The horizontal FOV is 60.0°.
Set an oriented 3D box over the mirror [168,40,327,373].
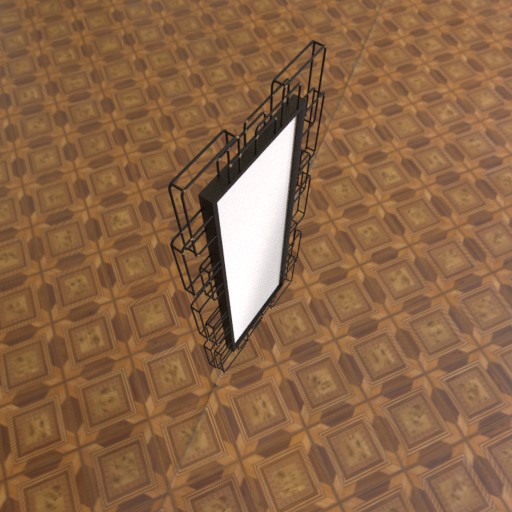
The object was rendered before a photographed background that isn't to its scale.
[{"bbox_3d":[0.000,0.000,1.385,0.037,1.192,0.565,31,65,16],"label":"mirror"}]
